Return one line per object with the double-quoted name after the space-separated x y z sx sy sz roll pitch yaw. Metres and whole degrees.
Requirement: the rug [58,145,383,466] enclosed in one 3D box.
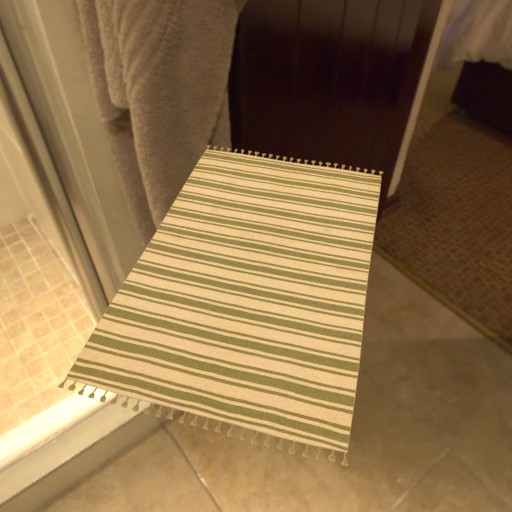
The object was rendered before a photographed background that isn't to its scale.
0.000 0.000 3.015 1.540 0.018 2.435 11 47 10 "rug"
